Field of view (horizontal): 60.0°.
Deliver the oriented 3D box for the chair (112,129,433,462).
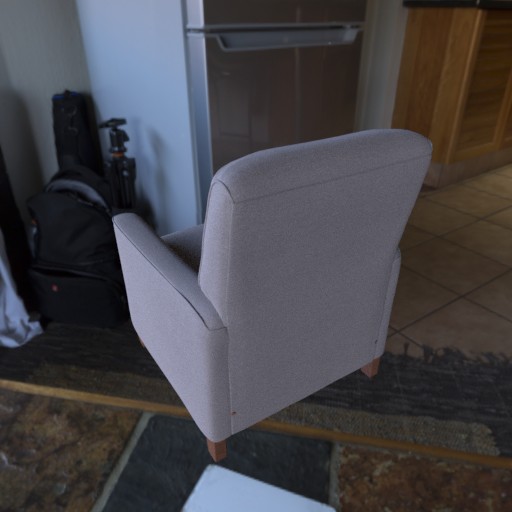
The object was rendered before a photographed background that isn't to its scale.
[{"bbox_3d":[0.000,0.000,1.639,0.845,1.023,0.859,-18,35,-28],"label":"chair"}]
